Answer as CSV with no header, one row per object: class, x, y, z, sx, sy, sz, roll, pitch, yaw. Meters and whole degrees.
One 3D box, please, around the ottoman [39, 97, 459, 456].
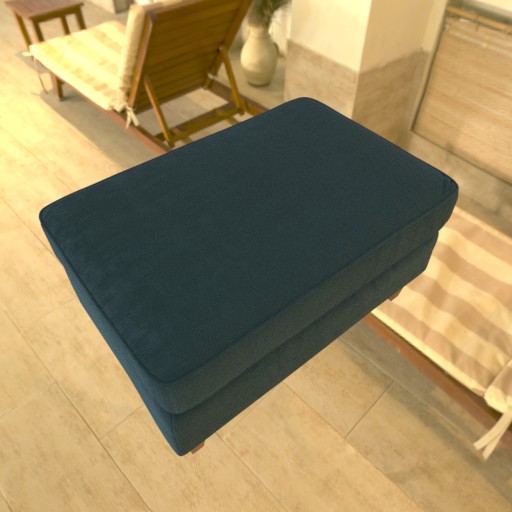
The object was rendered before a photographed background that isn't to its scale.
ottoman,0.000,0.000,1.187,0.862,0.484,0.583,-31,54,-25
